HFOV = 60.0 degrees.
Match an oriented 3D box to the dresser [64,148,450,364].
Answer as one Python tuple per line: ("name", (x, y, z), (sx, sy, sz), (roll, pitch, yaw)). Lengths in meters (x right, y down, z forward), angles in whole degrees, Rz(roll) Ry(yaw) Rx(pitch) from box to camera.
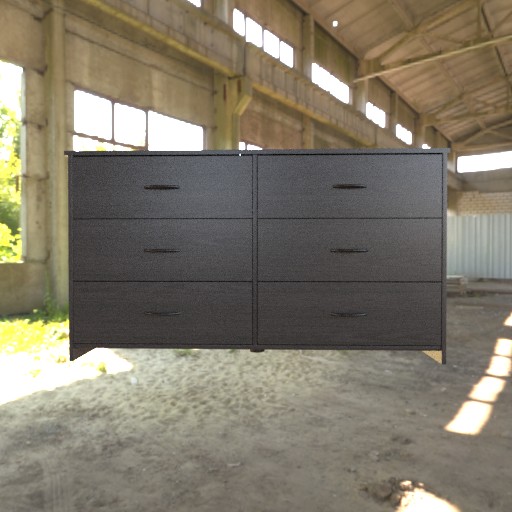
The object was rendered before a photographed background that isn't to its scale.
("dresser", (0.000, 0.000, 1.732), (1.360, 0.755, 0.401), (0, 1, 2))
